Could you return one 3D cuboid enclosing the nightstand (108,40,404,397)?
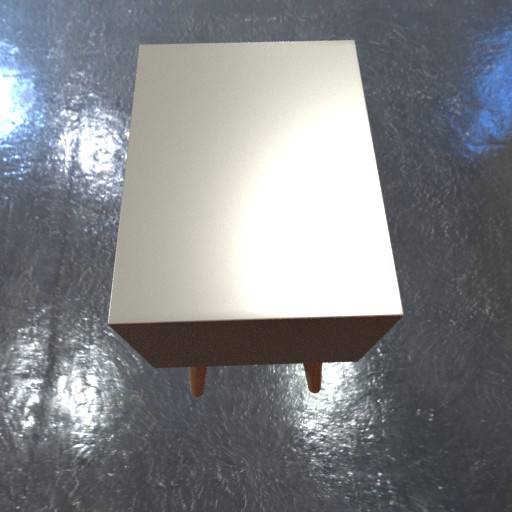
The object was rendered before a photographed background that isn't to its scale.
[{"bbox_3d":[0.000,0.000,0.721,0.288,0.508,0.370,-2,65,-1],"label":"nightstand"}]
